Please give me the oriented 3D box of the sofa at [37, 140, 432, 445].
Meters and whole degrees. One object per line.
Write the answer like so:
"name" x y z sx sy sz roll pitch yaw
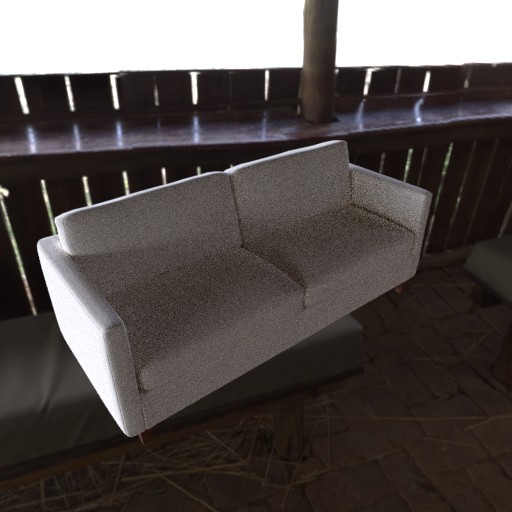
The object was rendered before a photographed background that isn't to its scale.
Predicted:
"sofa" 0.000 0.000 2.613 2.139 0.933 0.924 -22 38 -32
